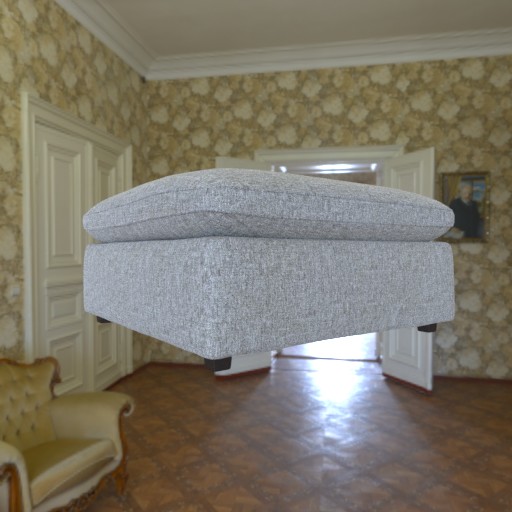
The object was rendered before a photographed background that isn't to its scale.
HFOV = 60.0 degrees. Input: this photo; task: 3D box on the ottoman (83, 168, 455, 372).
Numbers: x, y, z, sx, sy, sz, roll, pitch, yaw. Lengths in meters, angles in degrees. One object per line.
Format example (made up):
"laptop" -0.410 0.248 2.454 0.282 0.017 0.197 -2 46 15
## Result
"ottoman" 0.000 0.000 1.647 1.035 0.526 1.039 0 1 -36
